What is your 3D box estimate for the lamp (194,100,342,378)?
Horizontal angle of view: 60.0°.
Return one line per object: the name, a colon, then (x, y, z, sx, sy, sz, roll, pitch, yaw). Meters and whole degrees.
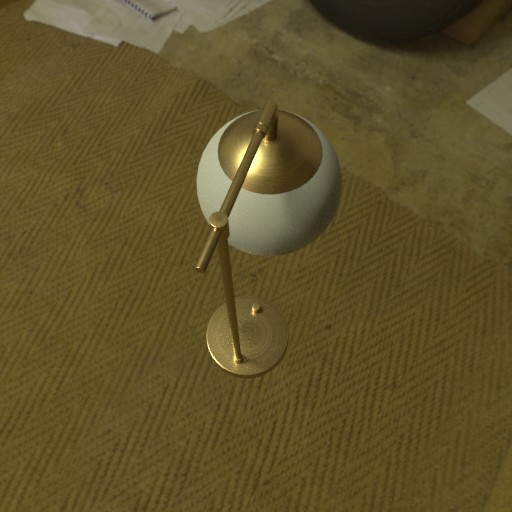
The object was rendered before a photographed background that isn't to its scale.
lamp: (0.000, 0.000, 0.715, 0.207, 0.559, 0.324, 17, 64, 8)
